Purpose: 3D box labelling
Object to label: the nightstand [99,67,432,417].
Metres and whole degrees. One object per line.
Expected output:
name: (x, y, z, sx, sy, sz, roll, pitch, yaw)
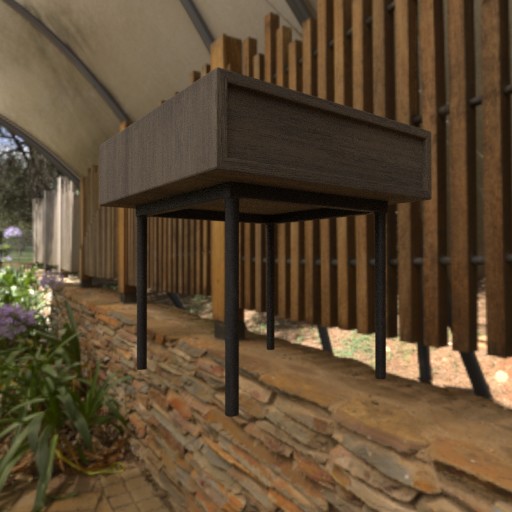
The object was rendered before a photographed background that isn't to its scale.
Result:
nightstand: (0.000, 0.000, 0.936, 0.502, 0.497, 0.503, 0, -1, -36)
